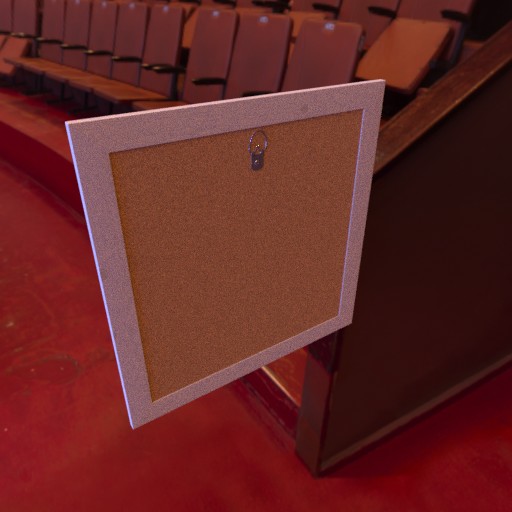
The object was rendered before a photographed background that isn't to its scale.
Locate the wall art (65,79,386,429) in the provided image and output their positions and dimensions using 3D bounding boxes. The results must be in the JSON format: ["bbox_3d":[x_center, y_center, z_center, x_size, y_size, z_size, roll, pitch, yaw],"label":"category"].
[{"bbox_3d":[0.000,0.000,0.839,0.572,0.577,0.015,-19,36,-28],"label":"wall art"}]
